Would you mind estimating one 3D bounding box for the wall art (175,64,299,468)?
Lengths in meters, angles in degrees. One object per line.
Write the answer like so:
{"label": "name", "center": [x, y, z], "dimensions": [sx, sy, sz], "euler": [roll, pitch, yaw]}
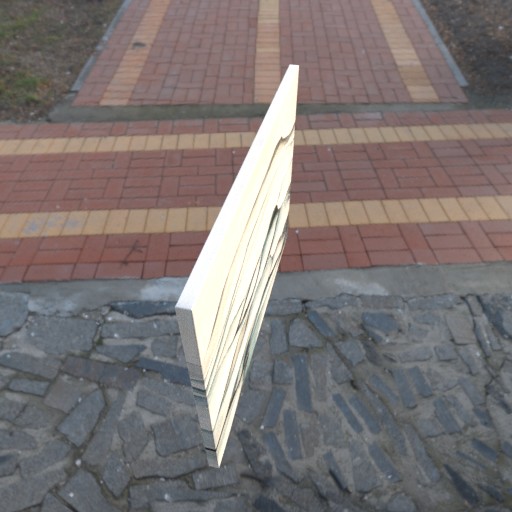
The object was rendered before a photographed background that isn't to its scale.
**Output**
{"label": "wall art", "center": [0.000, 0.000, 1.638], "dimensions": [0.039, 0.915, 1.219], "euler": [10, 47, 10]}
